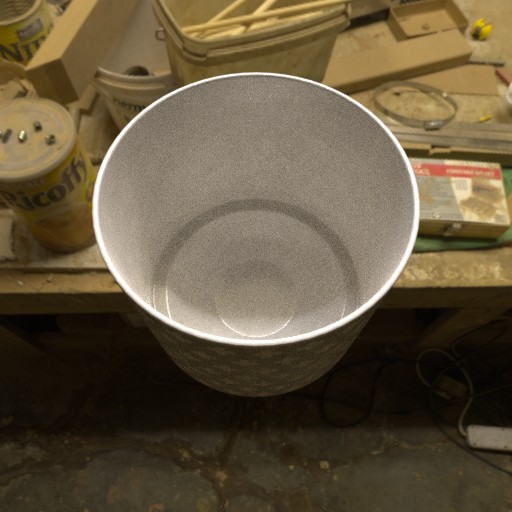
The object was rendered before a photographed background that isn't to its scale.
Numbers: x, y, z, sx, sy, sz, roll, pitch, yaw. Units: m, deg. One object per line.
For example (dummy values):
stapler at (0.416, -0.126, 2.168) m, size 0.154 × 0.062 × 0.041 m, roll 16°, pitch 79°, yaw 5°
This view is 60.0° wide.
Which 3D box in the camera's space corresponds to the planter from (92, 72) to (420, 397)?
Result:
planter at (0.000, 0.000, 0.340) m, size 0.190 × 0.181 × 0.190 m, roll 0°, pitch 63°, yaw 0°
